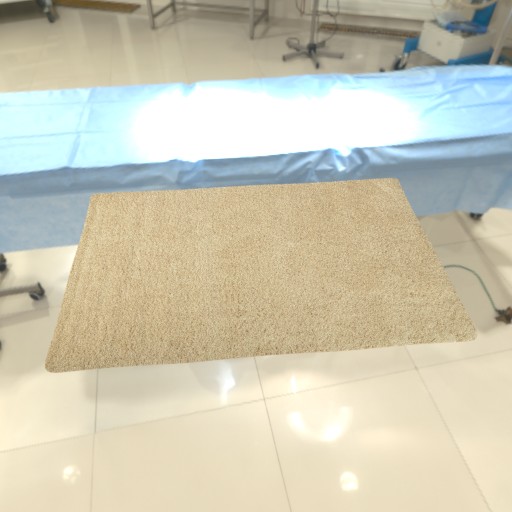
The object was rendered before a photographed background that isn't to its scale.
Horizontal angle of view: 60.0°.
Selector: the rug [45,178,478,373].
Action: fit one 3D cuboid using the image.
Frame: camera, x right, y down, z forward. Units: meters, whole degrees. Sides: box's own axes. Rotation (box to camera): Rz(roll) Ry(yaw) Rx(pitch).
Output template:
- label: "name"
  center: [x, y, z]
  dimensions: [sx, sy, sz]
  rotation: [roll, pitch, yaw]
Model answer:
- label: "rug"
  center: [0.000, 0.000, 2.890]
  dimensions: [2.349, 0.025, 1.500]
  rotation: [-4, 46, -3]
